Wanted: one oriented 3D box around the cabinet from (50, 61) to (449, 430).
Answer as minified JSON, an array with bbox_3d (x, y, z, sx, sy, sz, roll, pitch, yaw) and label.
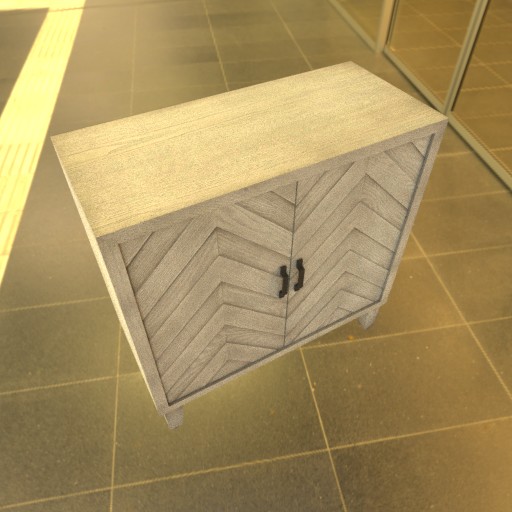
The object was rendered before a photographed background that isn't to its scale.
[{"bbox_3d":[0.000,0.000,1.229,0.781,0.787,0.370,-22,50,-20],"label":"cabinet"}]
